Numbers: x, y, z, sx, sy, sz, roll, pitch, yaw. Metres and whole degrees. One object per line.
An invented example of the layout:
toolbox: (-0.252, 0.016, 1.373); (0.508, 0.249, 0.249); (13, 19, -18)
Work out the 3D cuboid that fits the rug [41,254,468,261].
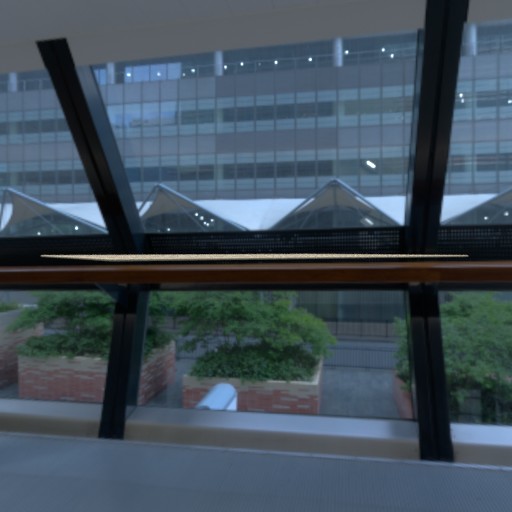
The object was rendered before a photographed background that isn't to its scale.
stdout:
rug: (0.000, 0.000, 2.276); (1.828, 0.007, 1.220); (0, 1, -34)
